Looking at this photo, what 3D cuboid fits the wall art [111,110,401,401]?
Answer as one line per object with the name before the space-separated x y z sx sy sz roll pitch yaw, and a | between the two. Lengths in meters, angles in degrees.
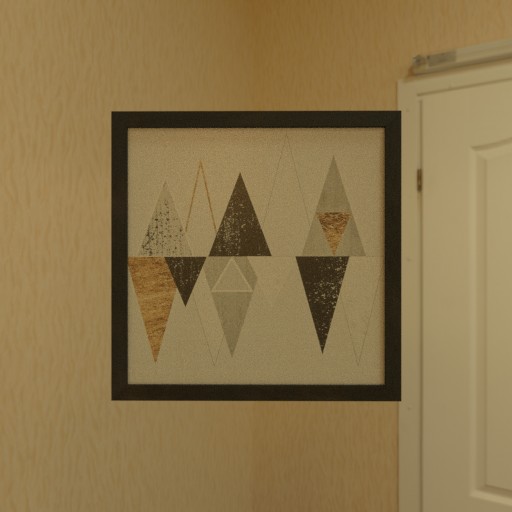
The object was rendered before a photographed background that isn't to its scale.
wall art | 0.000 0.000 1.265 0.823 0.823 0.013 0 0 0
